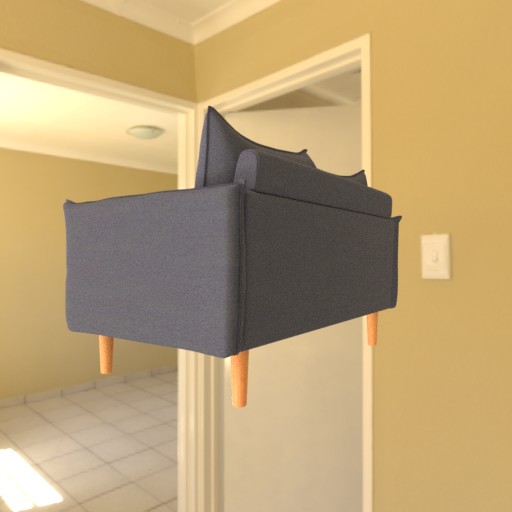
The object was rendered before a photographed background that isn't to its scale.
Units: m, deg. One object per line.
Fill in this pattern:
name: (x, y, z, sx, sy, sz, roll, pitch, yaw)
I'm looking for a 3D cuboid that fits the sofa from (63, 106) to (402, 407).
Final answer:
sofa: (0.000, 0.000, 1.839, 0.820, 0.840, 1.300, 0, 0, 35)
